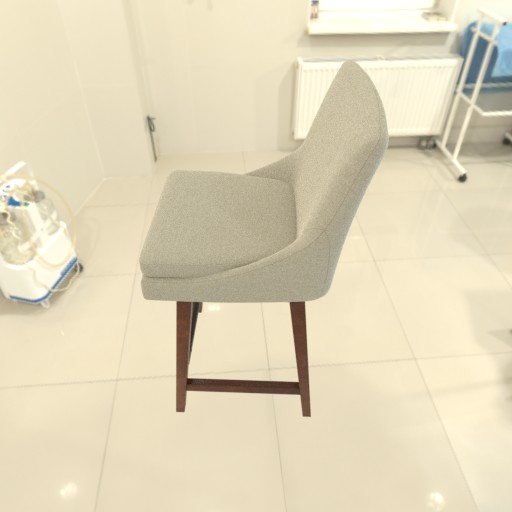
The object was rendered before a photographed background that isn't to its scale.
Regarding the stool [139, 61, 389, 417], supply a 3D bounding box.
[{"bbox_3d":[0.000,0.000,1.311,0.559,0.991,0.469,2,42,2],"label":"stool"}]
